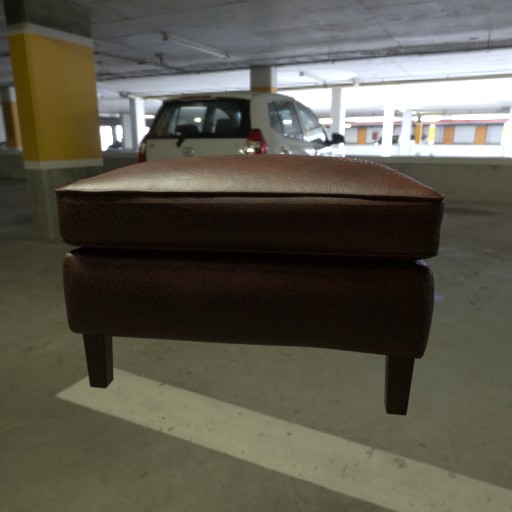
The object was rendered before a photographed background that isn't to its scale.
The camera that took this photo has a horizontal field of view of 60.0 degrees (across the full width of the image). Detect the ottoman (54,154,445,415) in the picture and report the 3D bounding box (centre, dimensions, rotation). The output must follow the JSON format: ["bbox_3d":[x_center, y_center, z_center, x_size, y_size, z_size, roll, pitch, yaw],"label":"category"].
[{"bbox_3d":[0.000,0.000,0.965,0.665,0.432,0.501,2,15,9],"label":"ottoman"}]
